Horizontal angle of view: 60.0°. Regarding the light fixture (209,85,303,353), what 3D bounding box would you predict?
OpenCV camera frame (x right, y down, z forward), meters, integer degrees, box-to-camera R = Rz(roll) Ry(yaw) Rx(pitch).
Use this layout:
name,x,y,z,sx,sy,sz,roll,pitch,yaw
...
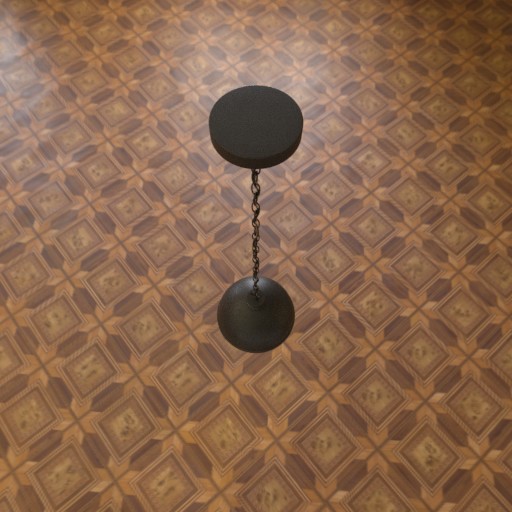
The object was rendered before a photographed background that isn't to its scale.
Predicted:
name,x,y,z,sx,sy,sz,roll,pitch,yaw
light fixture,0.000,0.000,1.241,0.304,1.090,0.304,16,66,7
